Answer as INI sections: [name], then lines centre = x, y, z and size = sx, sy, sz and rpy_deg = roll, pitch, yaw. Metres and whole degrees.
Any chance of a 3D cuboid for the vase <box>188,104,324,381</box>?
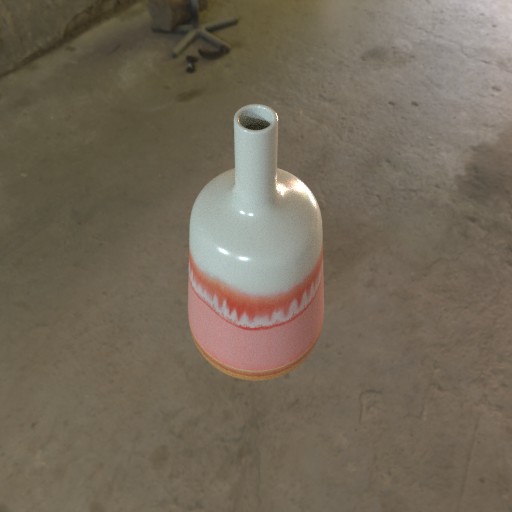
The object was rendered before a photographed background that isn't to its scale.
[vase]
centre = 0.000, 0.000, 0.385
size = 0.144, 0.296, 0.144
rpy_deg = 0, 57, 0
